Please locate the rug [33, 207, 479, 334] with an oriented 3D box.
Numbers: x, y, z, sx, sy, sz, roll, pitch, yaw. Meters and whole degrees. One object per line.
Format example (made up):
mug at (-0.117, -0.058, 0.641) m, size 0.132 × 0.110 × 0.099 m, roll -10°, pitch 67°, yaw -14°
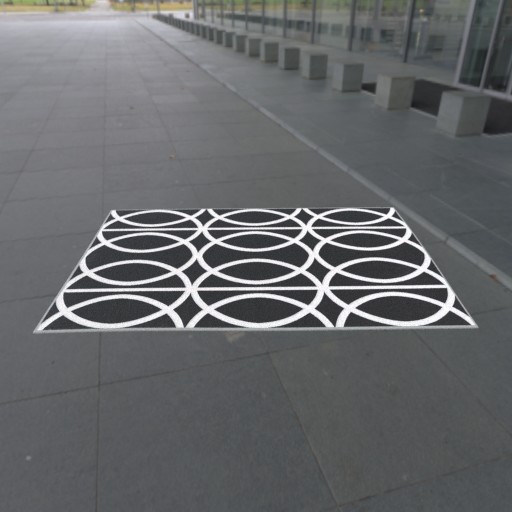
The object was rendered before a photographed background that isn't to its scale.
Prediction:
rug at (0.000, 0.000, 2.918) m, size 2.290 × 0.014 × 1.526 m, roll -1°, pitch 30°, yaw -1°
